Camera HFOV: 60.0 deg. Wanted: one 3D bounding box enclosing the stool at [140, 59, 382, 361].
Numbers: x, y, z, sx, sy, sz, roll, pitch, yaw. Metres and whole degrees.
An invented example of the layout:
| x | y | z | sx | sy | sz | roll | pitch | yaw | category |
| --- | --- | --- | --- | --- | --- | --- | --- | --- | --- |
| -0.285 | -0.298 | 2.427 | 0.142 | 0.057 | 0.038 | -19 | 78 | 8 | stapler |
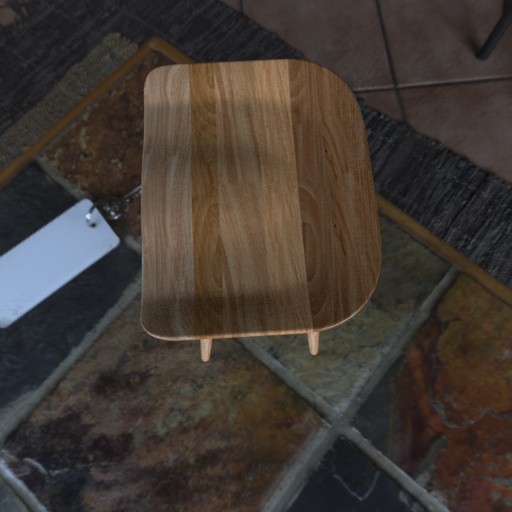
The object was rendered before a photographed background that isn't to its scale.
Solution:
| x | y | z | sx | sy | sz | roll | pitch | yaw | category |
| --- | --- | --- | --- | --- | --- | --- | --- | --- | --- |
| 0.000 | 0.000 | 0.941 | 0.322 | 0.698 | 0.407 | -3 | 74 | -1 | stool |
